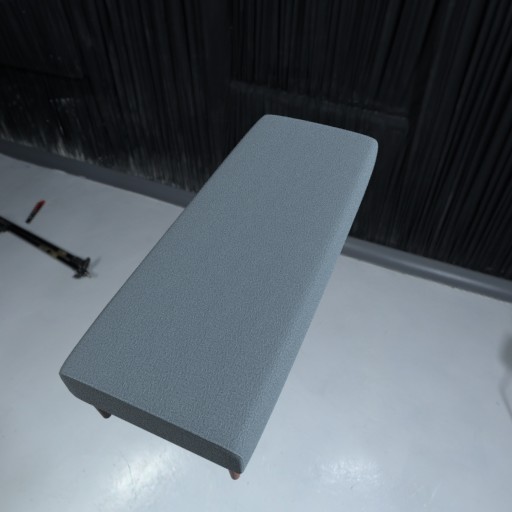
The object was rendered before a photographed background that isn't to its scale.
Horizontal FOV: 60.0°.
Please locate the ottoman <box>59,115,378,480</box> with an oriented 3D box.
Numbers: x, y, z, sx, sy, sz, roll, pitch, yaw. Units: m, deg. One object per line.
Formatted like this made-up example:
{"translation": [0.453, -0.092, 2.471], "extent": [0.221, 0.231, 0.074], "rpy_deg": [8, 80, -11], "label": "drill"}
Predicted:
{"translation": [0.000, 0.000, 1.848], "extent": [0.646, 0.393, 1.609], "rpy_deg": [18, 50, 16], "label": "ottoman"}
